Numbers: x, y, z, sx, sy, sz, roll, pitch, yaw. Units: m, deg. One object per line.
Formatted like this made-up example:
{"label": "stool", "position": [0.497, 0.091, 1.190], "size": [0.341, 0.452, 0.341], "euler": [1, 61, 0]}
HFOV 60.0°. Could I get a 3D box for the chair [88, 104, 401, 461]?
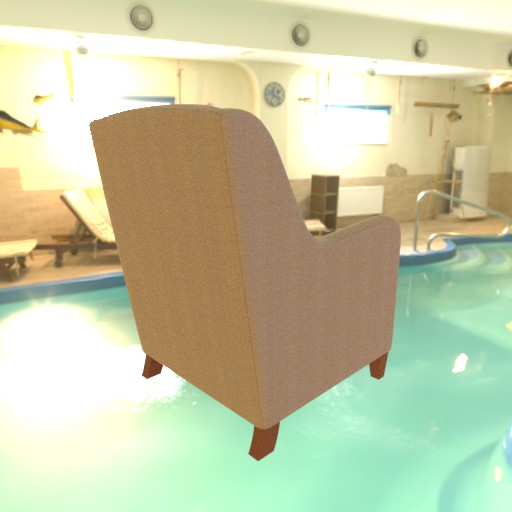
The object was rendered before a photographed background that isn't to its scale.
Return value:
{"label": "chair", "position": [0.000, 0.000, 1.635], "size": [0.890, 1.017, 0.715], "euler": [-13, 20, -42]}
